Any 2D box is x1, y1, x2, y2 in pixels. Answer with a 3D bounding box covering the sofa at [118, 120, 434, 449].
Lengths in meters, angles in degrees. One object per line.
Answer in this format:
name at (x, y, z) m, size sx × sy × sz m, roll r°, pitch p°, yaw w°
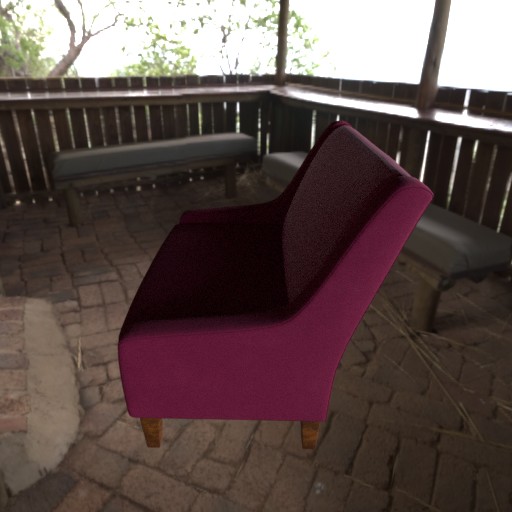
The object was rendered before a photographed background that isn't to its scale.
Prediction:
sofa at (0.000, 0.000, 1.897) m, size 0.946 × 0.976 × 1.242 m, roll 0°, pitch 24°, yaw 1°
